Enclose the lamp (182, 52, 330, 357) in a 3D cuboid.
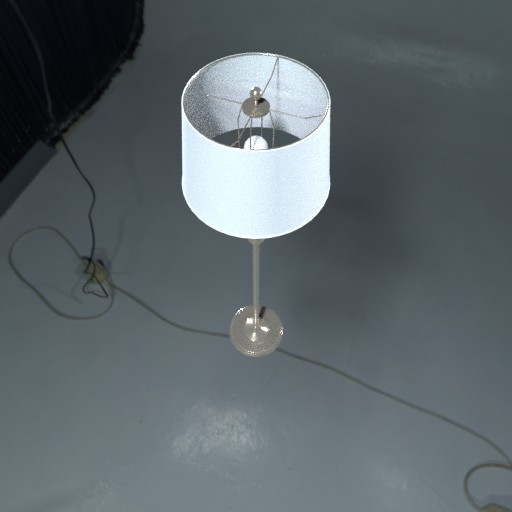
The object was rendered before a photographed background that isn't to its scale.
[{"bbox_3d":[0.000,0.000,1.665,0.431,1.488,0.431,0,58,0],"label":"lamp"}]
